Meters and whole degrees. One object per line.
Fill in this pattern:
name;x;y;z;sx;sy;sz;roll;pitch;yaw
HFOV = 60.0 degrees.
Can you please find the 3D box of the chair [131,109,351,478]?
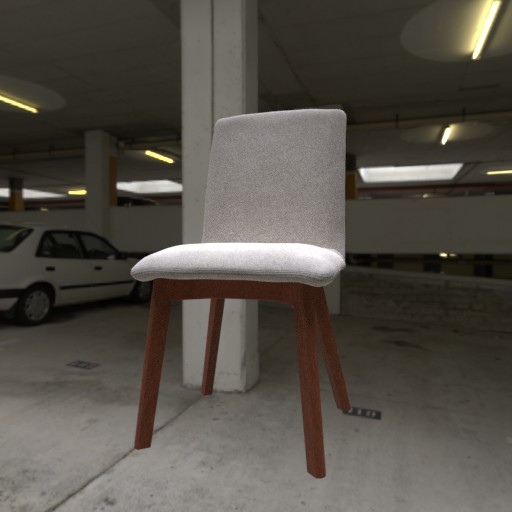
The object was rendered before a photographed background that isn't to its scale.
chair;0.000;0.000;1.296;0.522;0.974;0.563;0;1;18
